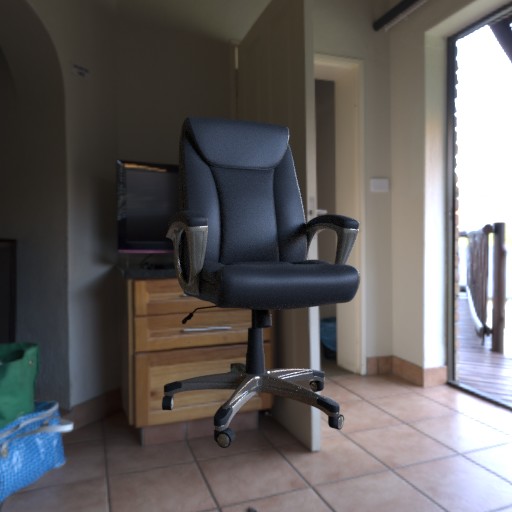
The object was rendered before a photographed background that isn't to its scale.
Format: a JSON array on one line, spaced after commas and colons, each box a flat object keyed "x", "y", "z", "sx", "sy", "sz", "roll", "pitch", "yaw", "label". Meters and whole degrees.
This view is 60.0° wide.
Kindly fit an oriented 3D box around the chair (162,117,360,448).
[{"x": 0.000, "y": 0.000, "z": 1.699, "sx": 0.694, "sy": 1.188, "sz": 0.748, "roll": 0, "pitch": 1, "yaw": -19, "label": "chair"}]
